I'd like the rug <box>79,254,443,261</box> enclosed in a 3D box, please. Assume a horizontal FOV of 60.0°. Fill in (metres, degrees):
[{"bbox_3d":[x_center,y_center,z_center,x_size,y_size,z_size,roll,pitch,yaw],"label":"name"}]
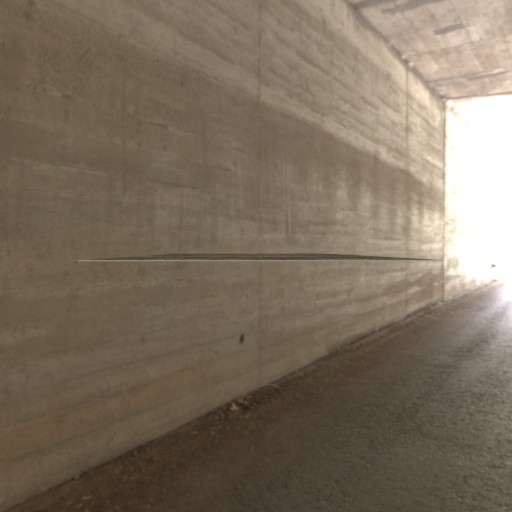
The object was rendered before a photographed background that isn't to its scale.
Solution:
[{"bbox_3d":[0.000,0.000,3.017,1.566,0.004,2.363,0,1,0],"label":"rug"}]
